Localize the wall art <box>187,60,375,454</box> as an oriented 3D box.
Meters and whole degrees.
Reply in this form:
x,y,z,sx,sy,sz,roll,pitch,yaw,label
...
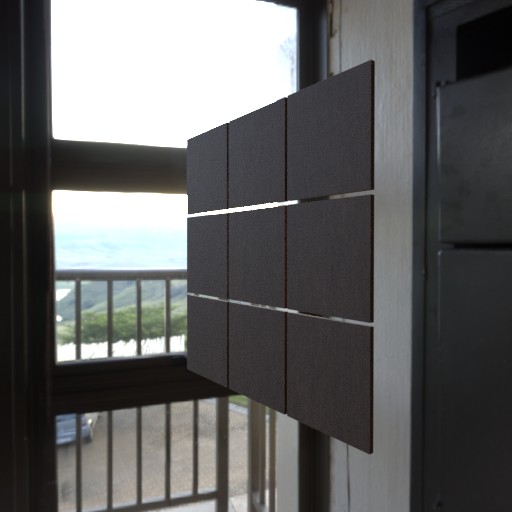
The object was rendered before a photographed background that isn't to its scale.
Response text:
x,y,z,sx,sy,sz,roll,pitch,yaw,label
0.000,0.000,1.398,0.013,0.914,0.915,-1,1,-36,wall art
